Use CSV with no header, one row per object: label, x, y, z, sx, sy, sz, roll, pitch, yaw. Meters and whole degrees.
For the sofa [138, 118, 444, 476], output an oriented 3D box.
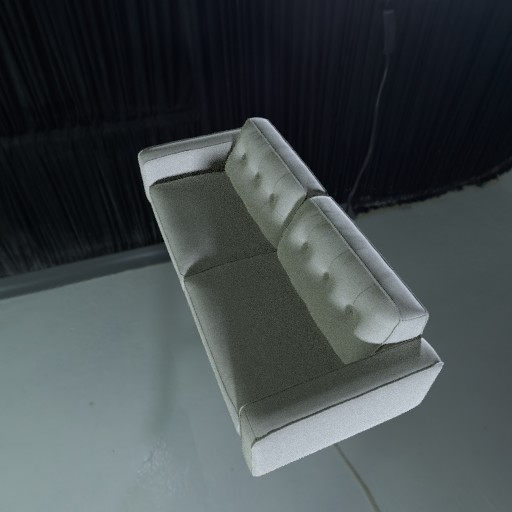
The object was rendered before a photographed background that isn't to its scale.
sofa,0.000,0.000,2.713,0.956,0.781,2.270,-16,49,-15
